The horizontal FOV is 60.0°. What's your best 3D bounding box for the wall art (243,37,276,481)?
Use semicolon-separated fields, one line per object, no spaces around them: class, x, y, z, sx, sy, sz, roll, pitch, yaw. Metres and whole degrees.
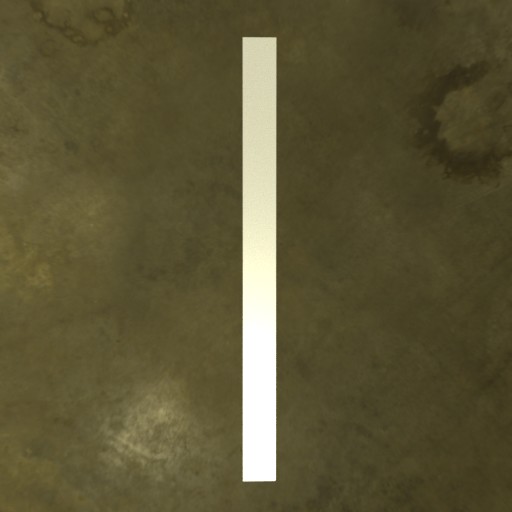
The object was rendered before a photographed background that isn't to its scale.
wall art;0.000;0.000;0.758;0.038;0.506;0.506;0;92;-1
